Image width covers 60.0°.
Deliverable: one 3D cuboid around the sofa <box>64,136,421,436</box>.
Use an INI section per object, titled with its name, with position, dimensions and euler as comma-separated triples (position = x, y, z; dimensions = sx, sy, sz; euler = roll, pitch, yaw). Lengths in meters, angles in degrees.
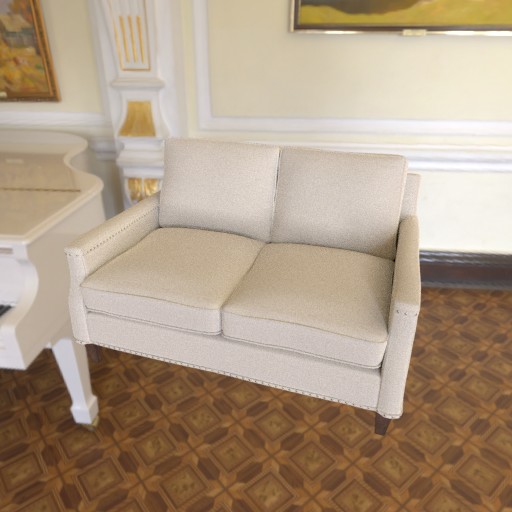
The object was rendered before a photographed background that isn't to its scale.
[sofa]
position = 0.000, 0.000, 2.286
dimensions = 1.597, 1.003, 1.084
euler = 9, 28, 17
